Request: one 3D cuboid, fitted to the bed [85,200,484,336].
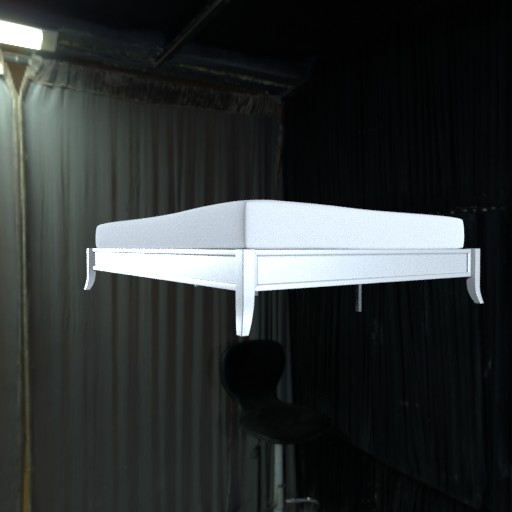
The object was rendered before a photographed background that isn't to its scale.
[{"bbox_3d":[0.000,0.000,2.852,1.604,0.510,2.108,-1,1,-35],"label":"bed"}]
